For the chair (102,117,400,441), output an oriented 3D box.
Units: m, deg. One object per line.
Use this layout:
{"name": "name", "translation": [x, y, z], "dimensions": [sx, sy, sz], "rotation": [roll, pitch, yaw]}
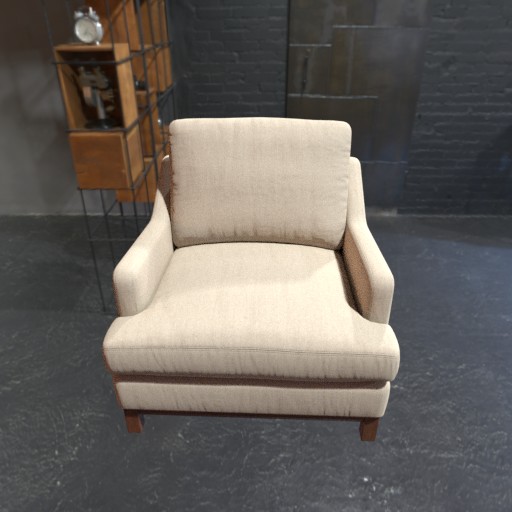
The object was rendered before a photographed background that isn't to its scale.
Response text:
{"name": "chair", "translation": [0.000, 0.000, 1.710], "dimensions": [0.912, 0.916, 1.001], "rotation": [1, 29, 2]}
